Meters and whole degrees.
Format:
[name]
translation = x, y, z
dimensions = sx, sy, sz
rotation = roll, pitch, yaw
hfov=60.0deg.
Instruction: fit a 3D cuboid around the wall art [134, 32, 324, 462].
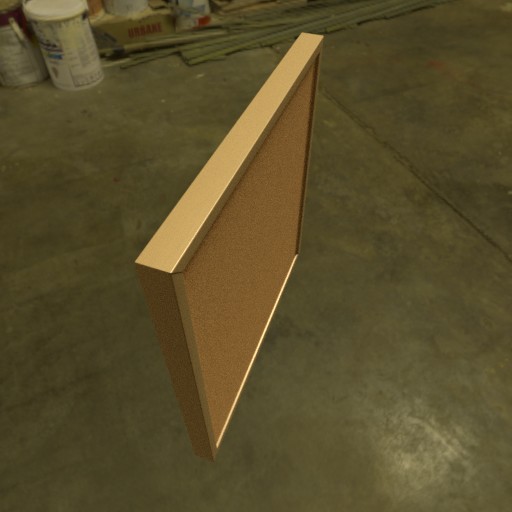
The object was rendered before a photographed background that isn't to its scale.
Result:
[wall art]
translation = 0.000, 0.000, 0.726
dimensions = 0.036, 0.509, 0.509
rotation = 16, 50, 13
